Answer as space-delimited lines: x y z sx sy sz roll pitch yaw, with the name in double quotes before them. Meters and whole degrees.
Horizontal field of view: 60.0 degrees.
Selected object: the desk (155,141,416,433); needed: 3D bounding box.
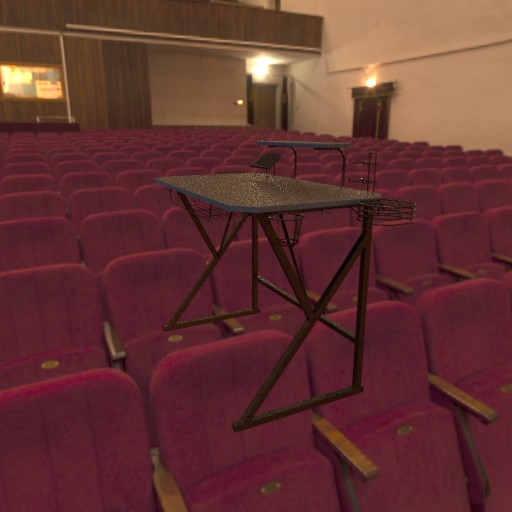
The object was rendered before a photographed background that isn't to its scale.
"desk" 0.000 0.000 1.833 0.594 0.909 1.295 -8 17 -26
